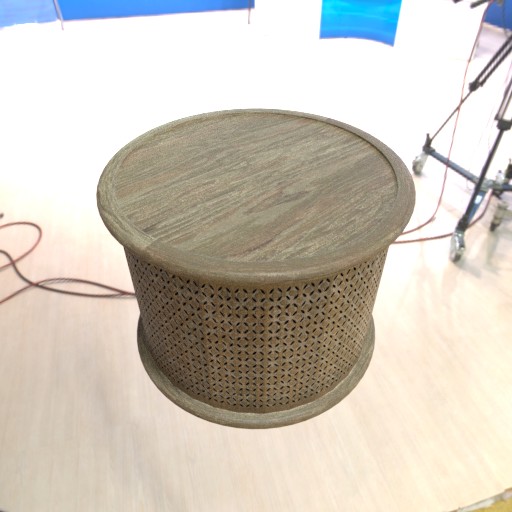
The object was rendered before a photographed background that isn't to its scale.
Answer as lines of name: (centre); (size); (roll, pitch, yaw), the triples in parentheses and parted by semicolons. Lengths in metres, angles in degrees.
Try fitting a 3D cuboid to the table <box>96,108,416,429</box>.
table: (0.000, 0.000, 1.013); (0.607, 0.450, 0.607); (0, 41, 0)
